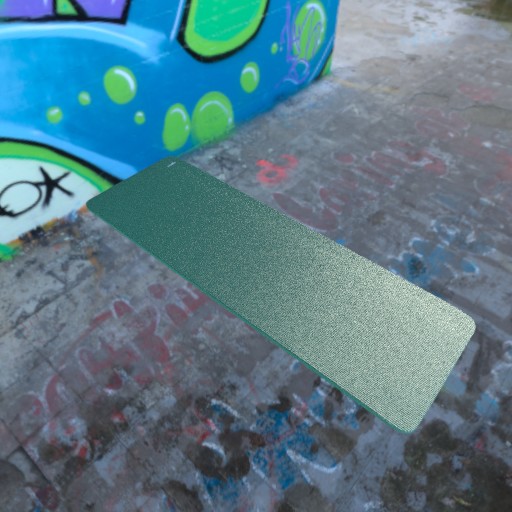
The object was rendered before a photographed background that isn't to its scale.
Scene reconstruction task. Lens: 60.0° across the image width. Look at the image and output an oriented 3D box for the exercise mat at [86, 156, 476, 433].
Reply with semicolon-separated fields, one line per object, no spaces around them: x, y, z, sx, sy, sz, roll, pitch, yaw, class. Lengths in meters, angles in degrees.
0.000;0.000;2.049;1.869;0.021;0.616;32;54;27;exercise mat
